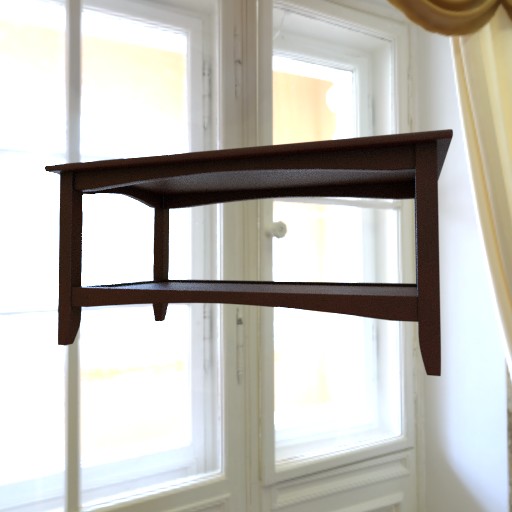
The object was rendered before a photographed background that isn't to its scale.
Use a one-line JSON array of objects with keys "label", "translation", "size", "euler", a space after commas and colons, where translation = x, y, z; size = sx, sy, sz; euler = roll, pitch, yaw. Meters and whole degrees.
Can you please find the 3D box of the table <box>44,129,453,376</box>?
[{"label": "table", "translation": [0.000, 0.000, 1.207], "size": [0.943, 0.456, 0.533], "euler": [0, 0, 19]}]
